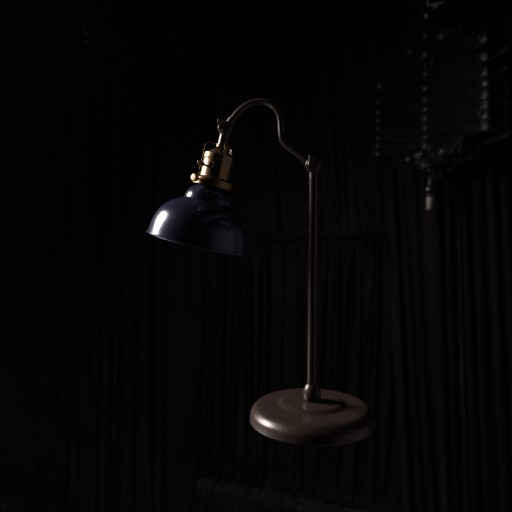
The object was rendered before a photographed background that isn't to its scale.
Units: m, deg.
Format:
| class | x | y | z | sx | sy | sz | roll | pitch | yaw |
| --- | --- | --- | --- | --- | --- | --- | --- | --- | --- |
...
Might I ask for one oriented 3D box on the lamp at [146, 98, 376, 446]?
| class | x | y | z | sx | sy | sz | roll | pitch | yaw |
| --- | --- | --- | --- | --- | --- | --- | --- | --- | --- |
| lamp | 0.000 | 0.000 | 0.717 | 0.374 | 0.508 | 0.192 | 0 | 0 | 18 |
